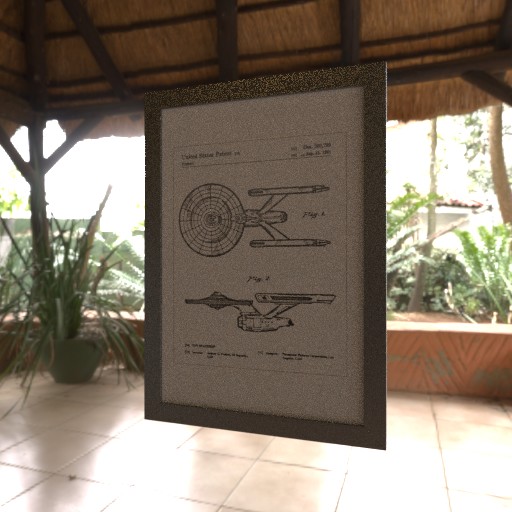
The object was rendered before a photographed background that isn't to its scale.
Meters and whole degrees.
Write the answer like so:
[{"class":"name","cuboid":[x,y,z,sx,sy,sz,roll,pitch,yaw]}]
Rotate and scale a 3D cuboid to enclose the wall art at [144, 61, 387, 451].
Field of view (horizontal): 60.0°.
[{"class":"wall art","cuboid":[0.000,0.000,0.665,0.376,0.529,0.013,0,0,18]}]
